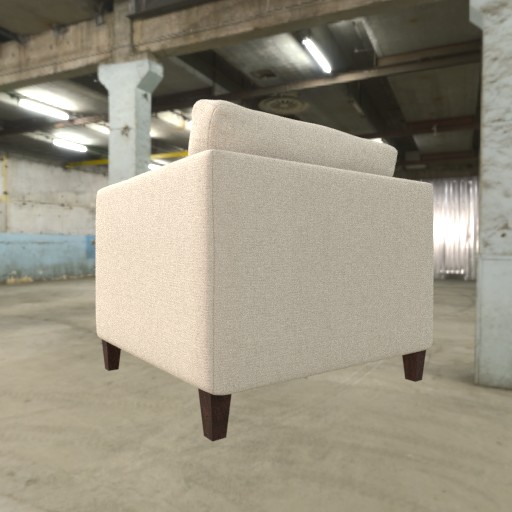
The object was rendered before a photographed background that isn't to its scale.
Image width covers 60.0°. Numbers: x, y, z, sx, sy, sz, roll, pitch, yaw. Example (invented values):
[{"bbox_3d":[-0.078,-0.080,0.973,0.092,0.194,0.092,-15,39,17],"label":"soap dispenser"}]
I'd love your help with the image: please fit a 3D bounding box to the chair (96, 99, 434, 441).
[{"bbox_3d":[0.000,0.000,1.730,0.996,0.919,0.959,0,1,-36],"label":"chair"}]
